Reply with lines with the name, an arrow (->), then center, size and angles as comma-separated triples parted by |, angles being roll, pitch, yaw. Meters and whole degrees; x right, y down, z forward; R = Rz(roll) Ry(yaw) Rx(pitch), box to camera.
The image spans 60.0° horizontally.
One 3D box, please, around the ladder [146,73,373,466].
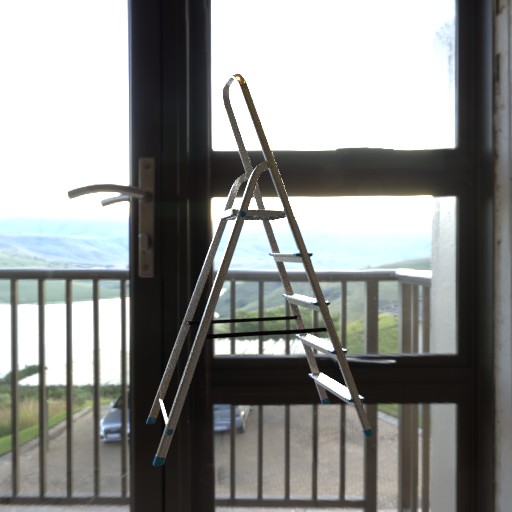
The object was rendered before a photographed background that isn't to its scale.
ladder -> 0.000, 0.000, 2.105 | 0.990, 1.648, 0.468 | 0, 1, -17
